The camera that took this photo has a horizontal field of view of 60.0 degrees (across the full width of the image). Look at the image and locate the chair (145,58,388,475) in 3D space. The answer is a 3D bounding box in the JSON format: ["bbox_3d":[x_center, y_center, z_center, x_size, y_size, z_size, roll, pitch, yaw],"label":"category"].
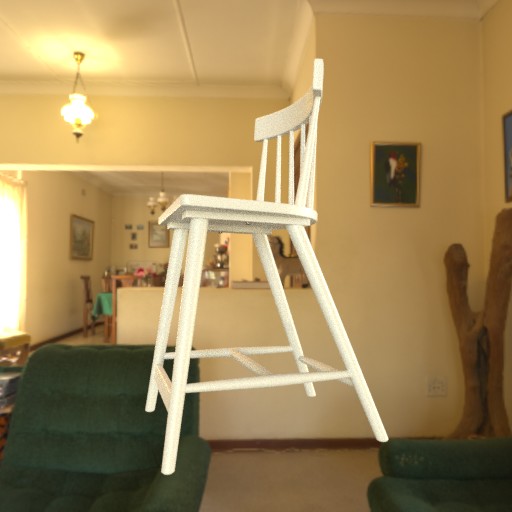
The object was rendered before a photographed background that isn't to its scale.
[{"bbox_3d":[0.000,0.000,1.259,0.572,0.952,0.483,1,-2,-18],"label":"chair"}]
